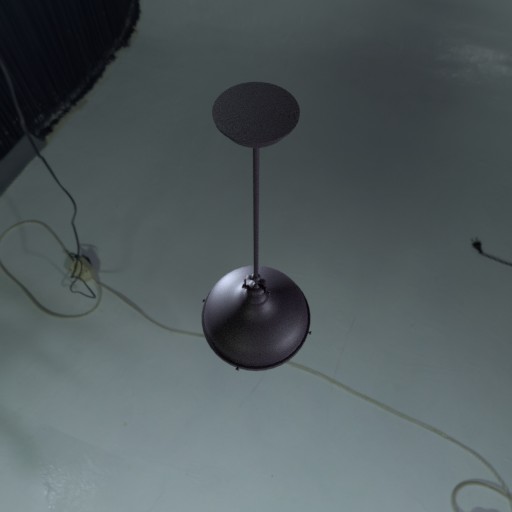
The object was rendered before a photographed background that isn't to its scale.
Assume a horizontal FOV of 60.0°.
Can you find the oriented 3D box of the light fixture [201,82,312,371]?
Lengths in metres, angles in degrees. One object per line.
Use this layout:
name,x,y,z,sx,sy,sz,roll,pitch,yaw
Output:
light fixture,0.000,0.000,1.023,0.341,0.849,0.341,16,61,9
